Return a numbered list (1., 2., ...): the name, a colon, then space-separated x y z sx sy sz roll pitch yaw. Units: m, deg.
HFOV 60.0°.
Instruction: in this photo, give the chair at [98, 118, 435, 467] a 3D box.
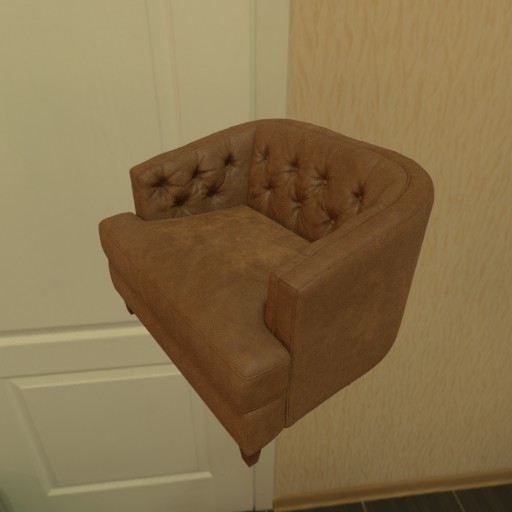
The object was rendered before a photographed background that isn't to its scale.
1. chair: 0.000 0.000 1.763 0.911 0.836 1.119 -21 37 -30
